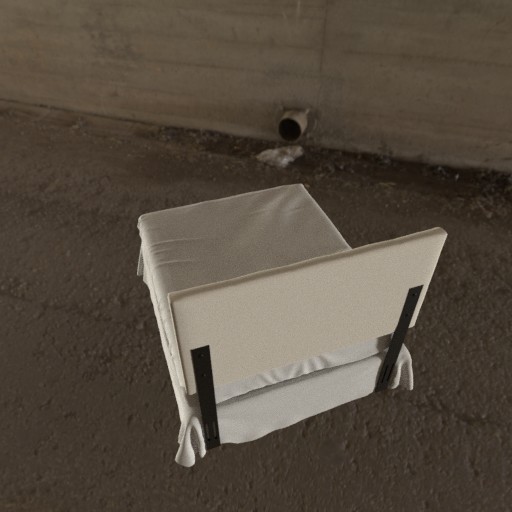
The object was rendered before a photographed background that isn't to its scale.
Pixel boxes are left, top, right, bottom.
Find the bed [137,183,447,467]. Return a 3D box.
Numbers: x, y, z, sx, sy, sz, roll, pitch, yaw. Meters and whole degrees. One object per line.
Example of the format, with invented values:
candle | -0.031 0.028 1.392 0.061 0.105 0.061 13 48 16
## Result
bed | 0.000 0.000 3.579 1.936 1.577 2.222 -13 43 -15
